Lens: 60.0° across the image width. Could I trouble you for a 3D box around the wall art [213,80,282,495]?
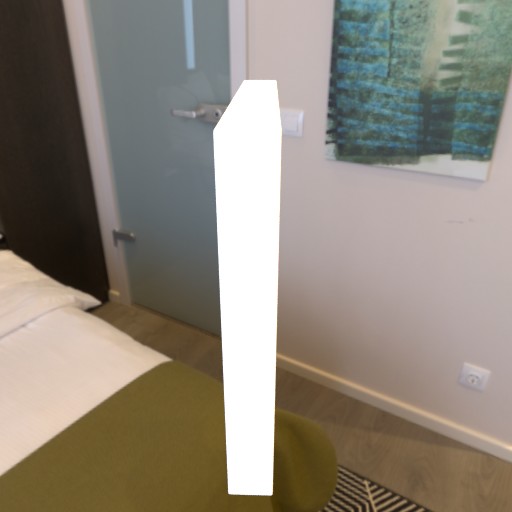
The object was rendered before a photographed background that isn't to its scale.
[{"bbox_3d":[0.000,0.000,0.446,0.038,0.305,0.305,1,26,2],"label":"wall art"}]
